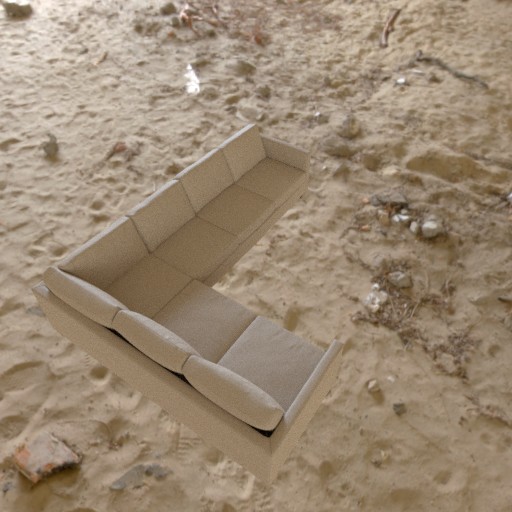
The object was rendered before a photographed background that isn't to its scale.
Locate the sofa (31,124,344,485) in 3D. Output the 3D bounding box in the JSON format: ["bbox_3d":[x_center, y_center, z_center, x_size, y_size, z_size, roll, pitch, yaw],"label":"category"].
[{"bbox_3d":[0.000,0.000,4.316,2.432,0.863,3.182,26,51,23],"label":"sofa"}]
